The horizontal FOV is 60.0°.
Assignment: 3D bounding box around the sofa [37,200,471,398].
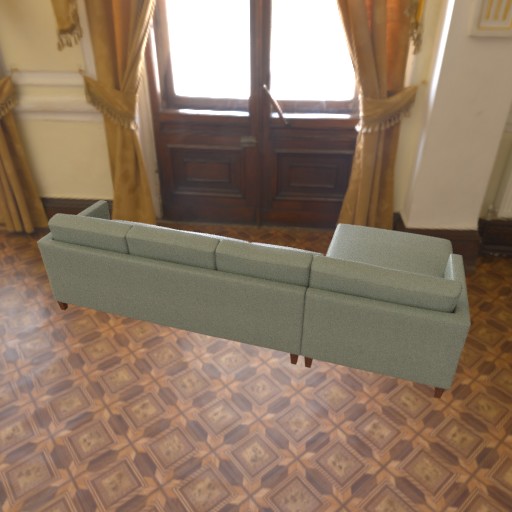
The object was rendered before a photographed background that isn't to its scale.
[{"bbox_3d":[0.000,0.000,4.091,3.470,0.953,1.600,10,33,15],"label":"sofa"}]
